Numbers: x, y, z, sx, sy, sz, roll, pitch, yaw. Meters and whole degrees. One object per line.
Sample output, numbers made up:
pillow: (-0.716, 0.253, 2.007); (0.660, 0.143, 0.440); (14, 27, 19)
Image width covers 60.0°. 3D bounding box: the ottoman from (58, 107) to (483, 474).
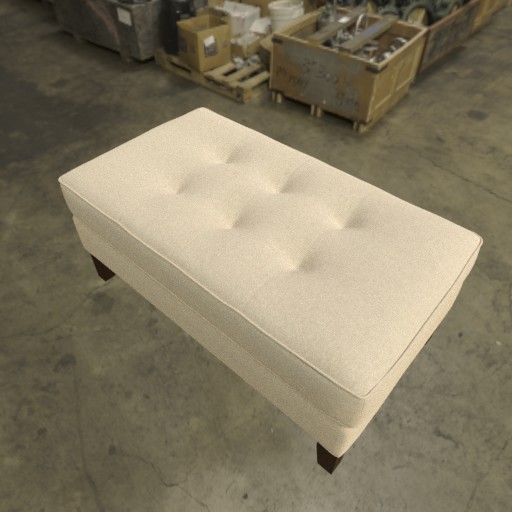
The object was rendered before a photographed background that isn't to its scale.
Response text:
ottoman: (0.000, 0.000, 1.430); (1.143, 0.508, 0.648); (33, 54, 28)
